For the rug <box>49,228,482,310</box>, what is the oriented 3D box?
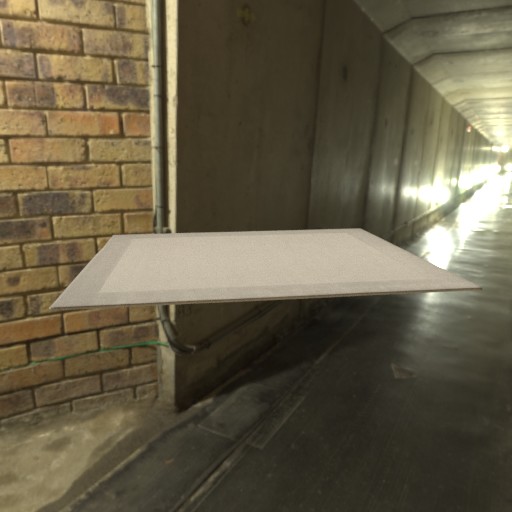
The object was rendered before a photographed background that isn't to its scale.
[{"bbox_3d":[0.000,0.000,4.136,2.976,0.018,2.430,-2,14,-8],"label":"rug"}]
